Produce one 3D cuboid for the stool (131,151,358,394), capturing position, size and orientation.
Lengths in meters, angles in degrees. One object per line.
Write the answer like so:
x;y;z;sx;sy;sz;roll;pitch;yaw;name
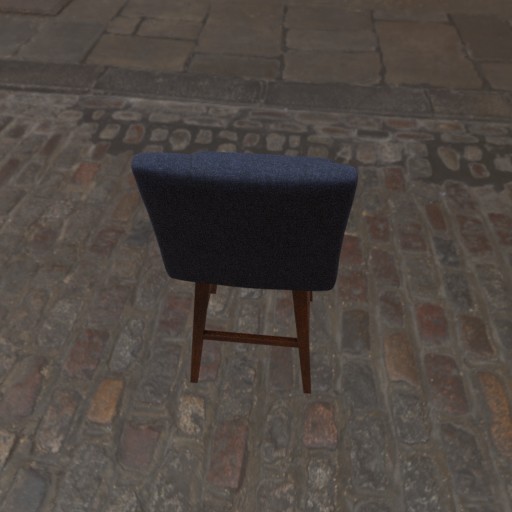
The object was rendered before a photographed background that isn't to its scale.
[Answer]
0.000;0.000;1.399;0.489;1.068;0.572;4;47;4;stool
